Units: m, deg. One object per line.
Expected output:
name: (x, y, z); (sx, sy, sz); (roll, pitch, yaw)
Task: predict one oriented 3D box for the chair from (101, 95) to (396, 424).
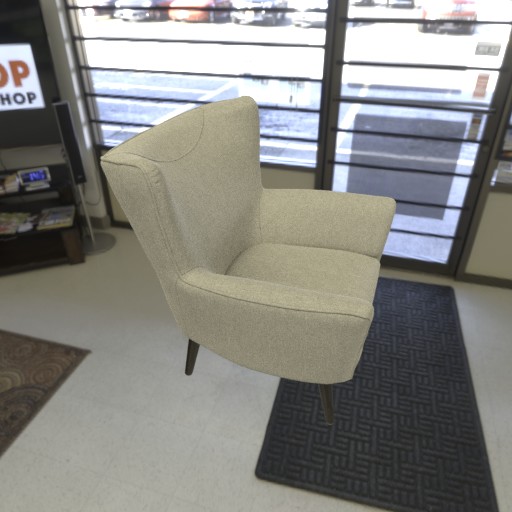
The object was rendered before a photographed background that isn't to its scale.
chair: (0.000, 0.000, 1.602); (0.888, 0.933, 0.781); (11, 34, 17)
